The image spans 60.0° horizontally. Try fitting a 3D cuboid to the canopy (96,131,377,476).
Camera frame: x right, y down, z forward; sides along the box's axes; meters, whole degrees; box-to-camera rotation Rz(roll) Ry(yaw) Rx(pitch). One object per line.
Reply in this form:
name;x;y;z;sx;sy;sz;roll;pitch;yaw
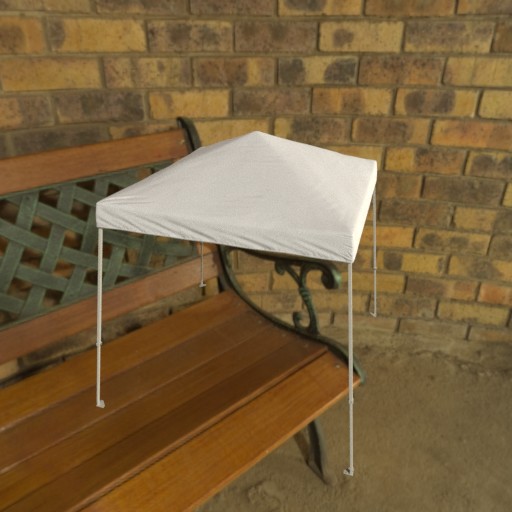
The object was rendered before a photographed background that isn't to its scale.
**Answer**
canopy;0.000;0.000;6.510;3.600;3.600;3.599;8;28;16
